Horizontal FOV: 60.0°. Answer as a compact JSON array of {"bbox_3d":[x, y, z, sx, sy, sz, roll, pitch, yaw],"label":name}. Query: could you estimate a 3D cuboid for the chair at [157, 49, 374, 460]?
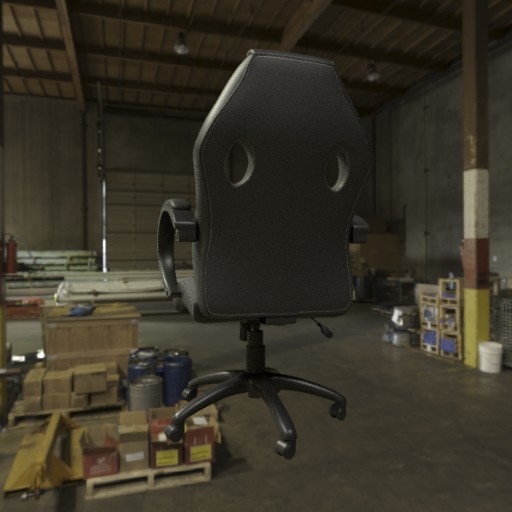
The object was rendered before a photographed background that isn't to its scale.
[{"bbox_3d":[0.000,0.000,1.605,0.673,1.187,0.724,0,0,-18],"label":"chair"}]
